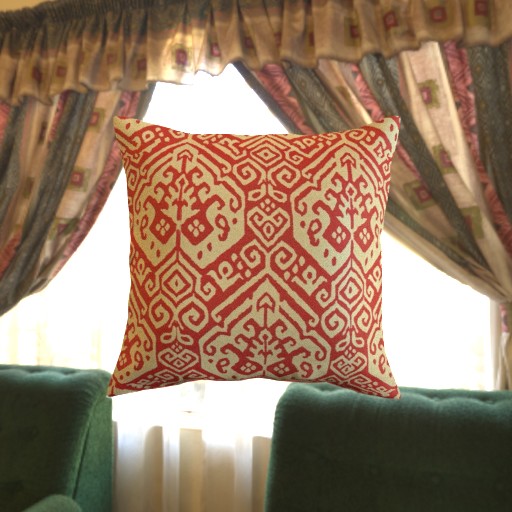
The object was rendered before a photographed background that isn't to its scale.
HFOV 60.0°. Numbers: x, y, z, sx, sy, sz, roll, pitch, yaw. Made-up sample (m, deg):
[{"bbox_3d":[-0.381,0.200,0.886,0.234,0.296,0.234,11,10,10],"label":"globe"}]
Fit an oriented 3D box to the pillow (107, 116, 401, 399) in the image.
[{"bbox_3d":[0.000,0.000,0.793,0.522,0.507,0.192,0,-2,-1],"label":"pillow"}]
